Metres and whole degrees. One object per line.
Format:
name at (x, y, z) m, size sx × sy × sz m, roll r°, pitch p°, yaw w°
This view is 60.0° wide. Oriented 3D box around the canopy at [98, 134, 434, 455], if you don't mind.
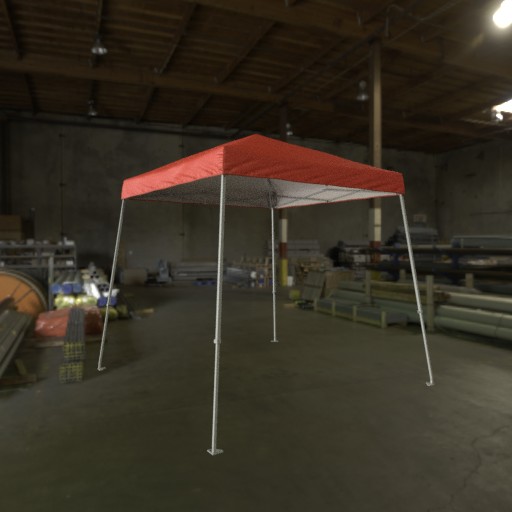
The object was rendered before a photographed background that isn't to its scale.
canopy at (0.000, 0.000, 5.222) m, size 2.850 × 2.850 × 2.849 m, roll -1°, pitch 2°, yaw -36°
